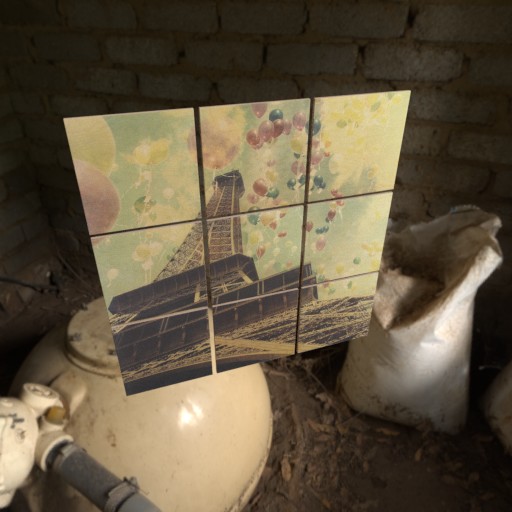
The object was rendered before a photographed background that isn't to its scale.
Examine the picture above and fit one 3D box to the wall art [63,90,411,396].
[{"bbox_3d":[0.000,0.000,1.818,1.219,1.218,0.013,-10,34,-16],"label":"wall art"}]
